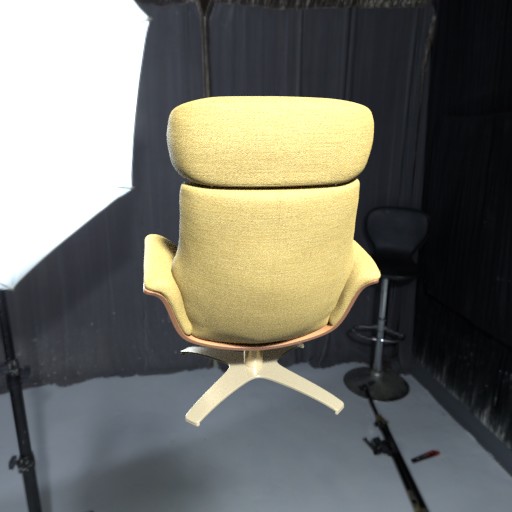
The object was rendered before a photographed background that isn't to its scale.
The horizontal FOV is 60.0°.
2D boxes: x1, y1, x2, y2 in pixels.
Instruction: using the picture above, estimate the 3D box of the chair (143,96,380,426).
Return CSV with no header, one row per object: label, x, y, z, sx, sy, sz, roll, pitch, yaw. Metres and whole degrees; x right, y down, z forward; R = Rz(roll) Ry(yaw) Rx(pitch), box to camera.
chair,0.000,0.000,1.551,0.785,0.995,0.837,-2,15,-8
